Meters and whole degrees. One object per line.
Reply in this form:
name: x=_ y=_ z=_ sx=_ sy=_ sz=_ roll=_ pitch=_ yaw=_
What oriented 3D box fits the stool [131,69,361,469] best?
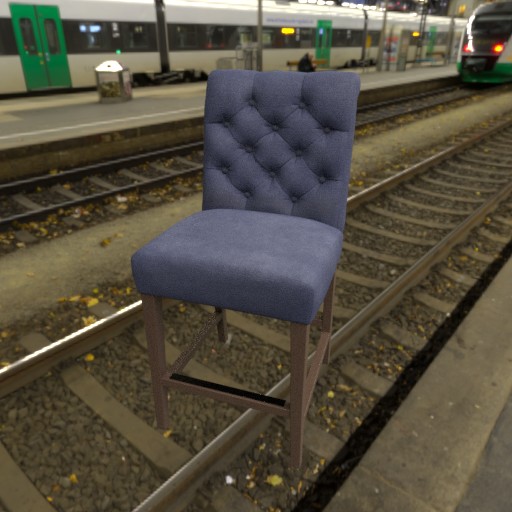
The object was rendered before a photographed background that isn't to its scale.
stool: x=0.000 y=0.000 z=1.337 sx=0.493 sy=1.010 sz=0.601 roll=8 pitch=27 yaw=17
